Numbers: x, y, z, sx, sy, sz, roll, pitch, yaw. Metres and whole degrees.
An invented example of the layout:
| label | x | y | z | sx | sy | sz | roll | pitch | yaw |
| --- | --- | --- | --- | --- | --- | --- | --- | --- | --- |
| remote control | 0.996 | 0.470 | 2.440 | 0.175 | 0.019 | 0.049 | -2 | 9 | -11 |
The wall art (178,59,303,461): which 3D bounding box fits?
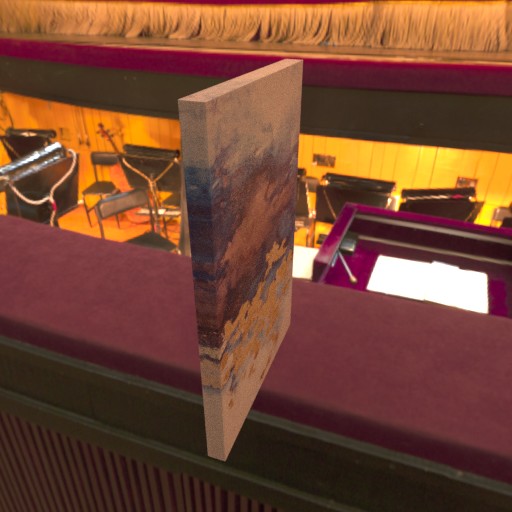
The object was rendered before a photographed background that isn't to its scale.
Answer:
| label | x | y | z | sx | sy | sz | roll | pitch | yaw |
| --- | --- | --- | --- | --- | --- | --- | --- | --- | --- |
| wall art | 0.000 | 0.000 | 1.144 | 0.048 | 0.874 | 0.583 | 10 | 32 | 17 |
